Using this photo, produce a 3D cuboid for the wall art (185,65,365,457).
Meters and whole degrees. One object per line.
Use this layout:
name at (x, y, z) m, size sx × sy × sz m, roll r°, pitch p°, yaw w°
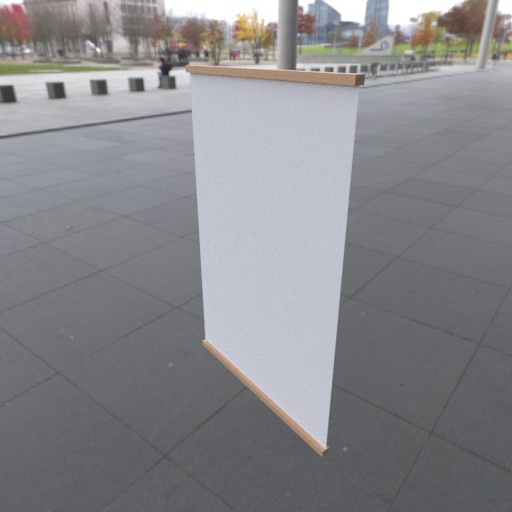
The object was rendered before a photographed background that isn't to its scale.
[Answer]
wall art at (0.000, 0.000, 0.784) m, size 0.016 × 0.611 × 0.401 m, roll -18°, pitch 30°, yaw -33°
